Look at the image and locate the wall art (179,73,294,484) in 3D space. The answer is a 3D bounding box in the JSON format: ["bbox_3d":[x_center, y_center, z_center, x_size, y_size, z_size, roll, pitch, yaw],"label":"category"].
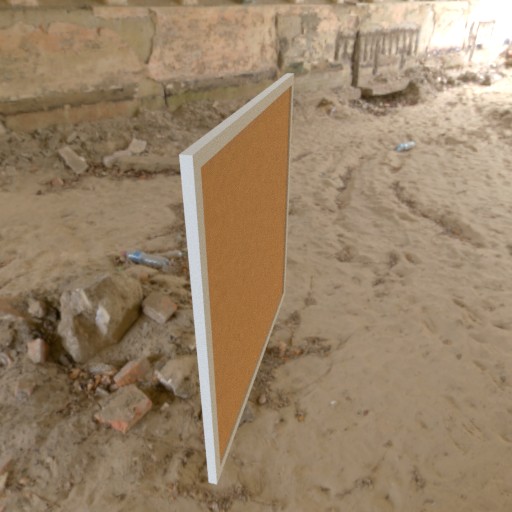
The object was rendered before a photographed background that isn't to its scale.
[{"bbox_3d":[0.000,0.000,0.676,0.012,0.457,0.457,8,31,13],"label":"wall art"}]
